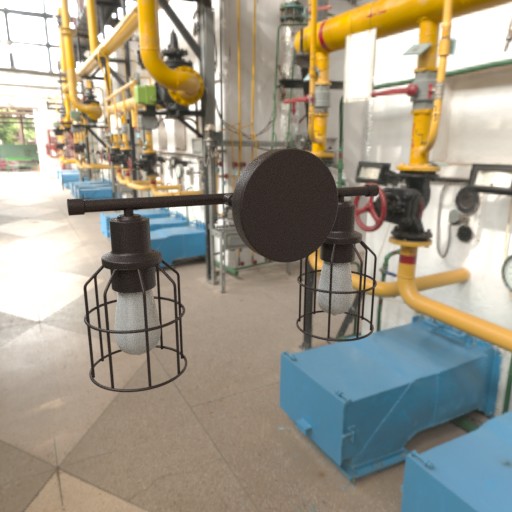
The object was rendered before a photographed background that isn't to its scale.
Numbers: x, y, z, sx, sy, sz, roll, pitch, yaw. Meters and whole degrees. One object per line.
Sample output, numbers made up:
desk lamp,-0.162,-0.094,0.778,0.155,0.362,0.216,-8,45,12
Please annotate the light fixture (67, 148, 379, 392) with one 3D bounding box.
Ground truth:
light fixture,0.000,0.000,0.538,0.406,0.254,0.165,-7,15,-26
